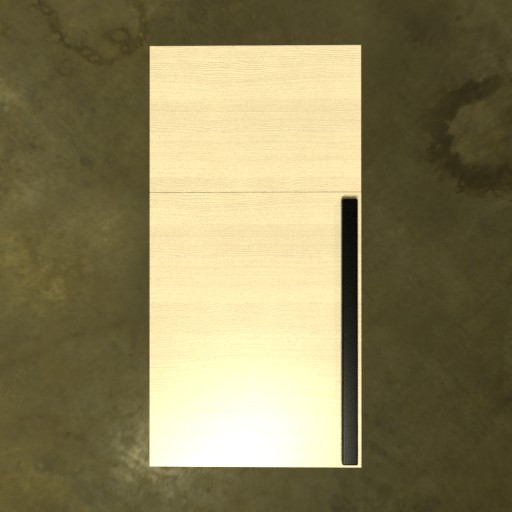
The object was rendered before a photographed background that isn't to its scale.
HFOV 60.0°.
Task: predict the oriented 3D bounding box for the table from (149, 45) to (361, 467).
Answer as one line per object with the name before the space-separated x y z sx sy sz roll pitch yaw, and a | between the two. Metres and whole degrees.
table | 0.000 0.000 0.783 0.322 0.242 0.644 0 90 1
